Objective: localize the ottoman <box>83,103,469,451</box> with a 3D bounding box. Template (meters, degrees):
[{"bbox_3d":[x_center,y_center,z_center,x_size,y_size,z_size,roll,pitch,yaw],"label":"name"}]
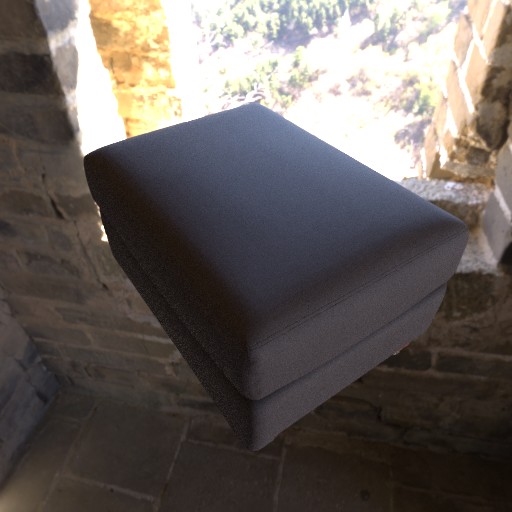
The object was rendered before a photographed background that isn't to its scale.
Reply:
[{"bbox_3d":[0.000,0.000,1.129,0.574,0.497,0.773,-25,47,-25],"label":"ottoman"}]
